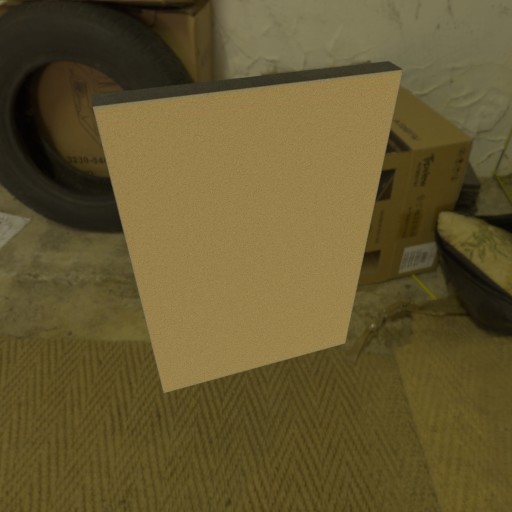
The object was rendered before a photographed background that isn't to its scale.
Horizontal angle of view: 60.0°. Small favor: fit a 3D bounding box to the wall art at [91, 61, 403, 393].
[{"bbox_3d":[0.000,0.000,0.587,0.313,0.457,0.031,-12,42,-13],"label":"wall art"}]
